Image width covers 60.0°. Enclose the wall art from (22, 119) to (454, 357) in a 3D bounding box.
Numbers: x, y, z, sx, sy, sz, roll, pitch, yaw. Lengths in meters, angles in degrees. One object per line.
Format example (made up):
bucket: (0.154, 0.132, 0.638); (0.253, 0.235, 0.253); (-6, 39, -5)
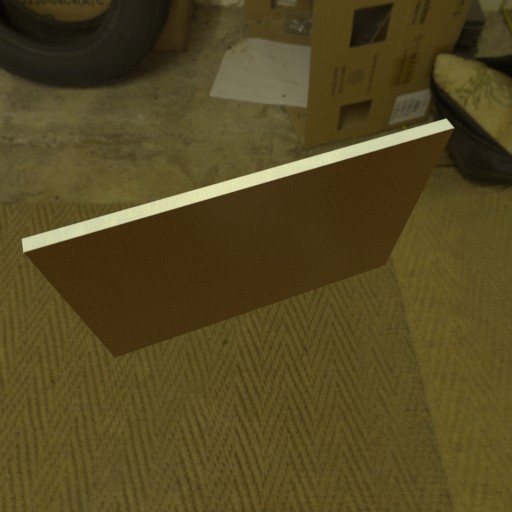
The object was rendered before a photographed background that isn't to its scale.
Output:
wall art: (0.000, 0.000, 1.448); (1.145, 0.762, 0.041); (-18, 61, -10)
